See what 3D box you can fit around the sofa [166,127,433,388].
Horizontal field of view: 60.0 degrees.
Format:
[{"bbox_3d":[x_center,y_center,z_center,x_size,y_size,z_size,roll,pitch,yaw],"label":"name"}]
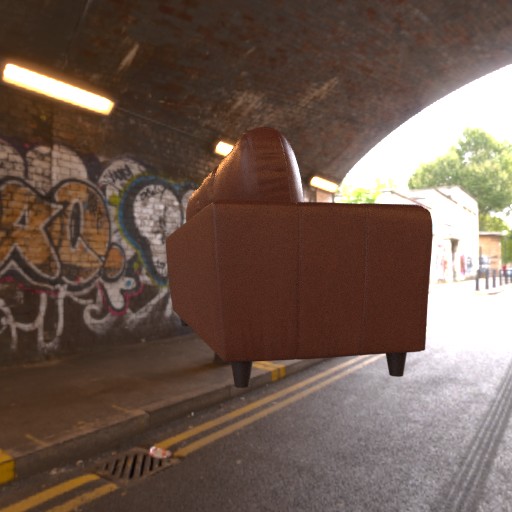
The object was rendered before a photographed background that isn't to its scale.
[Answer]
[{"bbox_3d":[0.000,0.000,2.334,0.802,0.915,1.862,0,-1,-16],"label":"sofa"}]
